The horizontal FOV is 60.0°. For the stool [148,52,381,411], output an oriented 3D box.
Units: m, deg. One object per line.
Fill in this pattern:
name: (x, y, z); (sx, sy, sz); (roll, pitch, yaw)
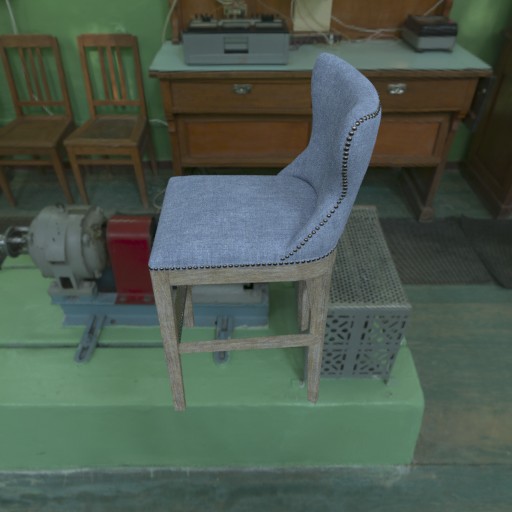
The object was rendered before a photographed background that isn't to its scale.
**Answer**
stool: (0.000, 0.000, 1.437); (0.606, 1.123, 0.494); (-1, 40, -1)
